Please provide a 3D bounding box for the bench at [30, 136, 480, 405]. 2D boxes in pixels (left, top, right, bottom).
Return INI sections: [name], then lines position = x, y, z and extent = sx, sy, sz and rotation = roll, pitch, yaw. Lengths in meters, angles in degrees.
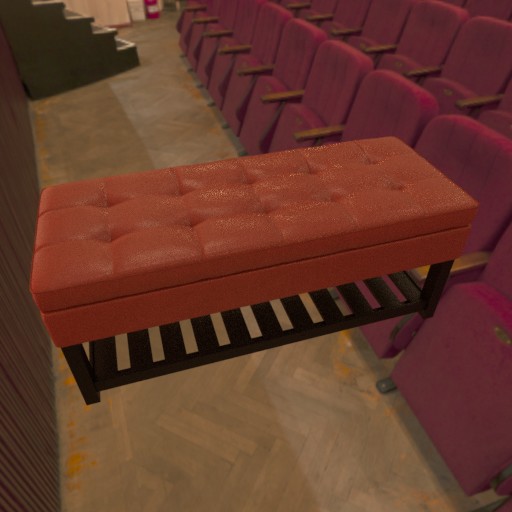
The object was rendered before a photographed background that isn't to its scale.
[bench]
position = 0.000, 0.000, 1.311
extent = 1.105, 0.460, 0.432
rotation = -11, 42, -13
